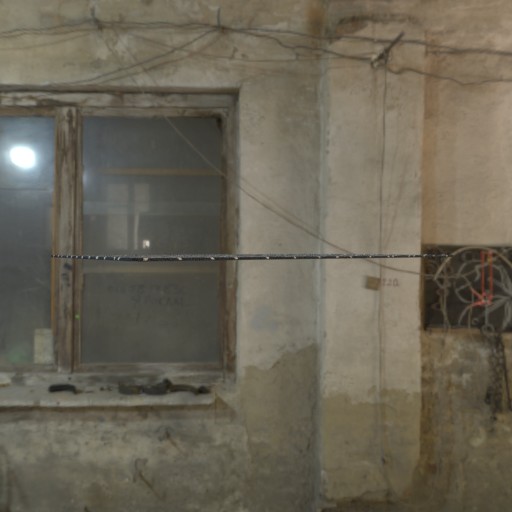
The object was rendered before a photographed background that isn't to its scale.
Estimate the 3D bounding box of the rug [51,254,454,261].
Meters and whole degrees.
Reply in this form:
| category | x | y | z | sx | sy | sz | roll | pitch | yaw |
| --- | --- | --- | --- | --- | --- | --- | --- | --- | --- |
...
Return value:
| category | x | y | z | sx | sy | sz | roll | pitch | yaw |
| --- | --- | --- | --- | --- | --- | --- | --- | --- | --- |
| rug | 0.000 | 0.000 | 2.405 | 1.830 | 0.013 | 1.223 | 0 | 1 | -36 |
